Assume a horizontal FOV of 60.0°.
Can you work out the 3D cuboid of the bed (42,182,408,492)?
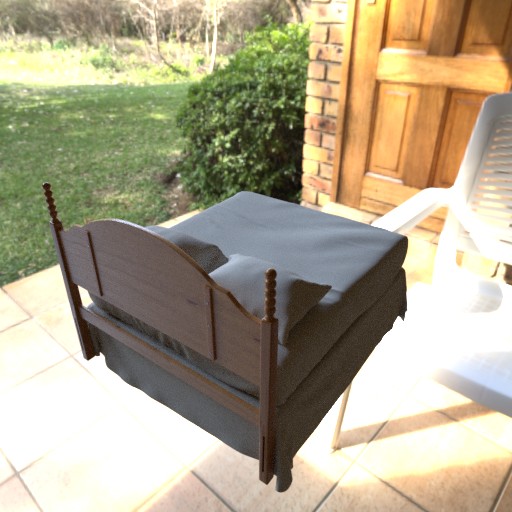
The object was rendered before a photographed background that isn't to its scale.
[{"bbox_3d":[0.000,0.000,3.191,1.873,1.356,2.040,20,36,31],"label":"bed"}]
